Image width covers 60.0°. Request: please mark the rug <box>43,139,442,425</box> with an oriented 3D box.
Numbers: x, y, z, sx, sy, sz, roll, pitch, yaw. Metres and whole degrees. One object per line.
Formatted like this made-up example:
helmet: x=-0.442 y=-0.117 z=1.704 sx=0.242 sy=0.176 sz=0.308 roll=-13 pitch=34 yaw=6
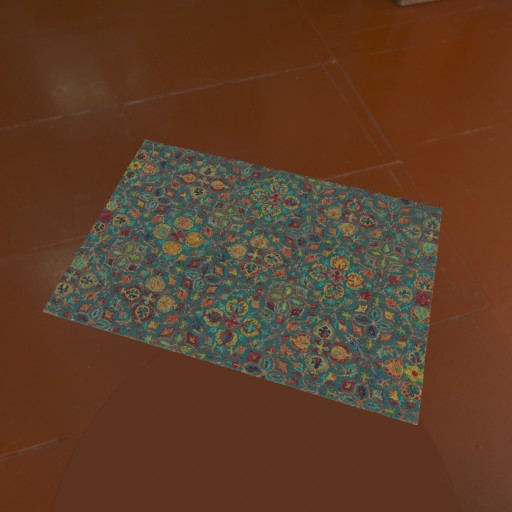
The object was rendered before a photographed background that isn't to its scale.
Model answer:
rug: x=0.000 y=0.000 z=2.933 sx=2.290 sy=0.016 sz=1.527 roll=15 pitch=60 yaw=9
